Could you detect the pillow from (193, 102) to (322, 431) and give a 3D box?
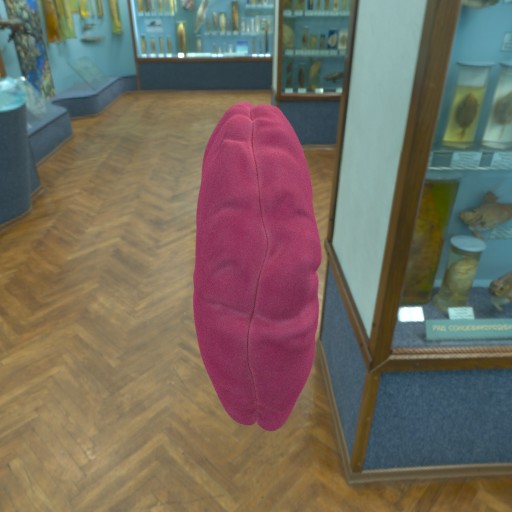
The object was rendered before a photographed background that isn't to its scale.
[{"bbox_3d":[0.000,0.000,0.622,0.148,0.407,0.428,0,30,0],"label":"pillow"}]
